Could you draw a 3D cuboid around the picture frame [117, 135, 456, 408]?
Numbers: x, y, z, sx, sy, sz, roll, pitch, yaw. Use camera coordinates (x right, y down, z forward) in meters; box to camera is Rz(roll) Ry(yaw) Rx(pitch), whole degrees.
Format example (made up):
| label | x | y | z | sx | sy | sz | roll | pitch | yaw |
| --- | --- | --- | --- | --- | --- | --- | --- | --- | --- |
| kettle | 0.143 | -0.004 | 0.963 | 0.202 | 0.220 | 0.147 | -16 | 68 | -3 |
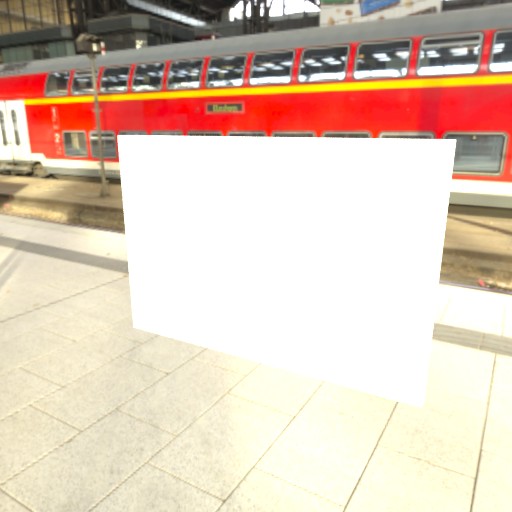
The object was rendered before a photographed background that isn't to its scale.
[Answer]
| label | x | y | z | sx | sy | sz | roll | pitch | yaw |
| --- | --- | --- | --- | --- | --- | --- | --- | --- | --- |
| picture frame | 0.000 | 0.000 | 1.235 | 0.950 | 0.640 | 0.029 | 9 | 19 | 28 |
